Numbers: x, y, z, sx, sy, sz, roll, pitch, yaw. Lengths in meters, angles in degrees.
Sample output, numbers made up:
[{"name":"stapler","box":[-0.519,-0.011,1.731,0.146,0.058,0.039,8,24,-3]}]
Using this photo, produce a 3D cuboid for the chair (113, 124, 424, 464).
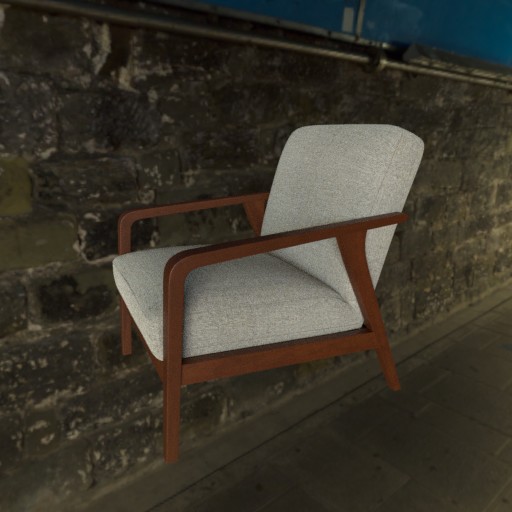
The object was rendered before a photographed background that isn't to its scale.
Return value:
[{"name":"chair","box":[0.000,0.000,1.484,0.858,0.847,0.704,-7,17,-25]}]
